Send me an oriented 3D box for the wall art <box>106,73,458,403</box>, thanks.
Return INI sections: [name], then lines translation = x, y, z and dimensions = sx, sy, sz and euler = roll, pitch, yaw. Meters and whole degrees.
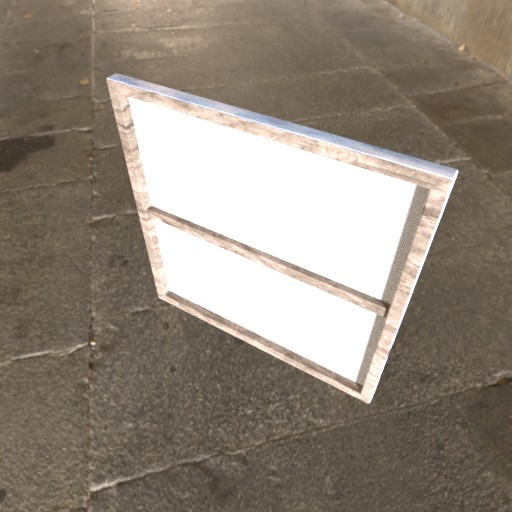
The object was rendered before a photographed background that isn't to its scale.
[wall art]
translation = 0.000, 0.000, 1.106
dimensions = 0.747, 0.747, 0.035
euler = 23, 49, 21
